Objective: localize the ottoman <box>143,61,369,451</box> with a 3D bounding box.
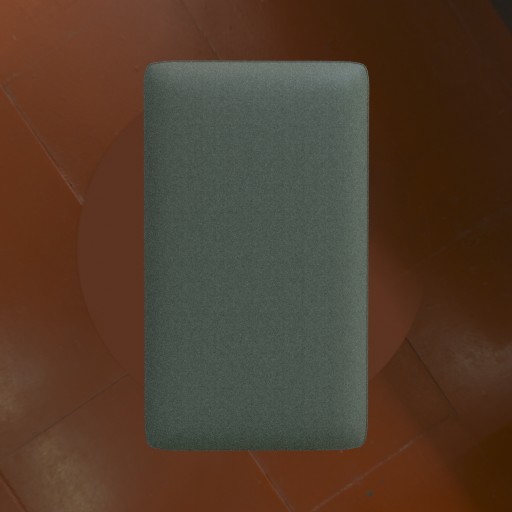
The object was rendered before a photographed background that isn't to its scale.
[{"bbox_3d":[0.000,0.000,1.522,0.681,0.494,1.173,0,91,0],"label":"ottoman"}]
